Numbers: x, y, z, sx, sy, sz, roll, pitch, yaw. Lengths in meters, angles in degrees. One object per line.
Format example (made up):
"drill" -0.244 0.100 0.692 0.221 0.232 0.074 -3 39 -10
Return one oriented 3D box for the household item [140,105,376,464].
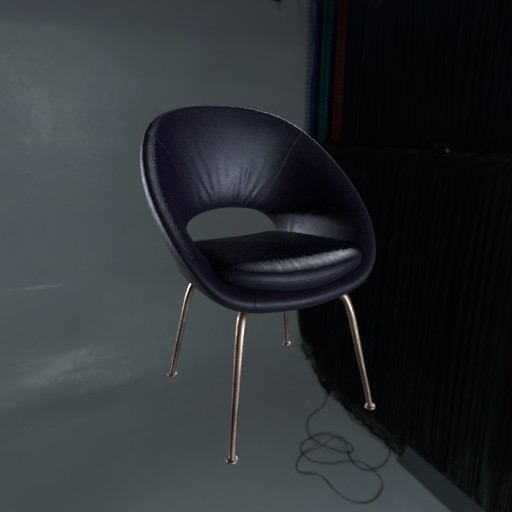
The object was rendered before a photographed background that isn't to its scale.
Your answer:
"household item" 0.000 0.000 1.291 0.623 0.852 0.573 -9 18 -28
